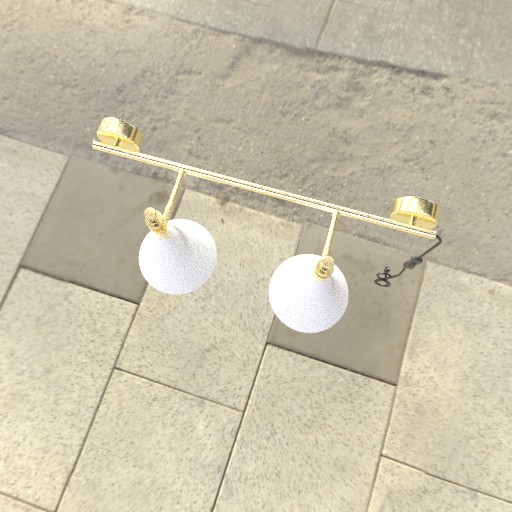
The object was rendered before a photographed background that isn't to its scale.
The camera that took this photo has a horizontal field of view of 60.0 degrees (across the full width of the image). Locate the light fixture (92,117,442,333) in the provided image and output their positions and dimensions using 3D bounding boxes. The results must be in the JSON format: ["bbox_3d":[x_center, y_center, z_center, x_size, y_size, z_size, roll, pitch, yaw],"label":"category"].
[{"bbox_3d":[0.000,0.000,0.885,0.642,0.468,0.239,15,75,4],"label":"light fixture"}]
